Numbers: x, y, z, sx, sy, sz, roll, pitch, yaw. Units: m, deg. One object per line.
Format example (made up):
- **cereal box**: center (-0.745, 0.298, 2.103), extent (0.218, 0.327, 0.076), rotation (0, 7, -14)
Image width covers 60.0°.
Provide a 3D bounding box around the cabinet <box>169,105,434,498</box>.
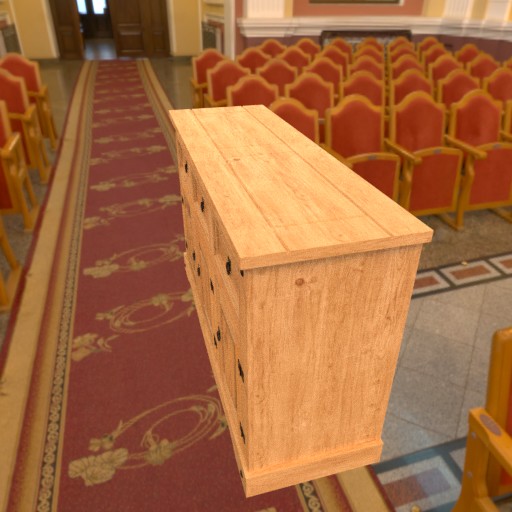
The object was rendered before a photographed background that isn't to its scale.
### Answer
- **cabinet**: center (0.000, 0.000, 1.665), extent (0.432, 0.810, 1.321), rotation (-8, 31, -13)
